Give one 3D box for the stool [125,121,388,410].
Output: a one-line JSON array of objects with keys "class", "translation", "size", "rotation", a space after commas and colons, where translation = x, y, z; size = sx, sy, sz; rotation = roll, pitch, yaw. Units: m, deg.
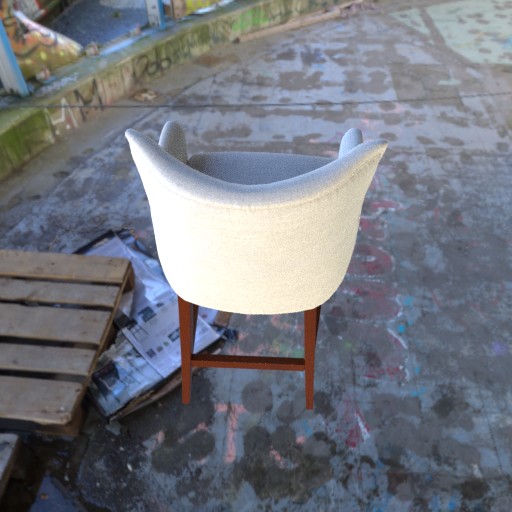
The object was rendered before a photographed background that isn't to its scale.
[{"class": "stool", "translation": [0.000, 0.000, 1.393], "size": [0.615, 0.987, 0.637], "rotation": [3, 46, 3]}]
